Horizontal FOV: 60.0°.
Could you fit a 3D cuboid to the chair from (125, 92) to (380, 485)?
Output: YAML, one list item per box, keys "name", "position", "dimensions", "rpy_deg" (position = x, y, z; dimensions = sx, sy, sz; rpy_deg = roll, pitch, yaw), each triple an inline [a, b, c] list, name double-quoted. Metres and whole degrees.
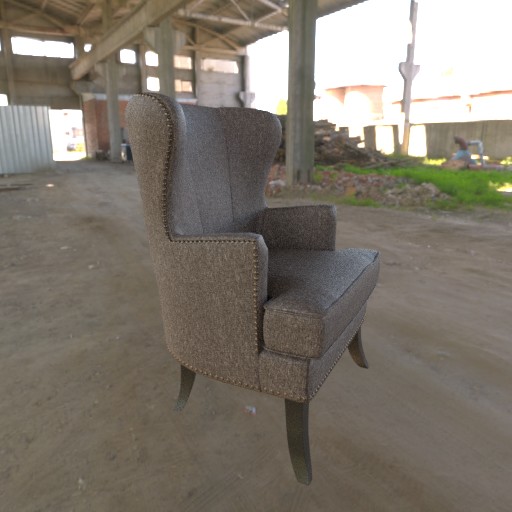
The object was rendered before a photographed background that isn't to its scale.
- name: "chair"
  position: [0.000, 0.000, 1.575]
  dimensions: [0.758, 1.060, 0.759]
  rpy_deg: [7, 16, 25]
